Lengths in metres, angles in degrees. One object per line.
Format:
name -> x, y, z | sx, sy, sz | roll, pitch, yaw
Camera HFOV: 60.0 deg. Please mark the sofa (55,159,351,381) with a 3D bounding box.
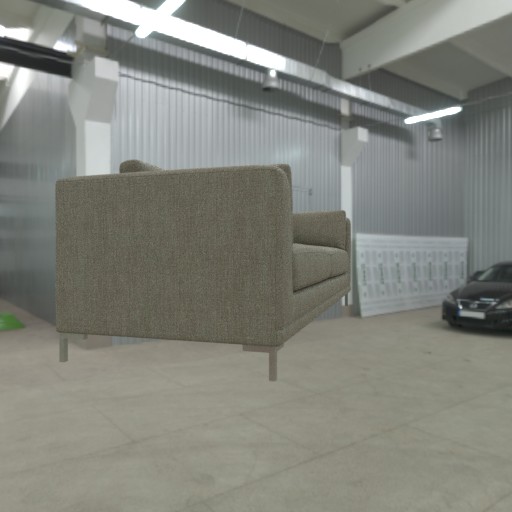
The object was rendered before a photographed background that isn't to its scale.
sofa -> 0.000, 0.000, 2.820 | 0.969, 0.867, 2.415 | 0, 0, 18
